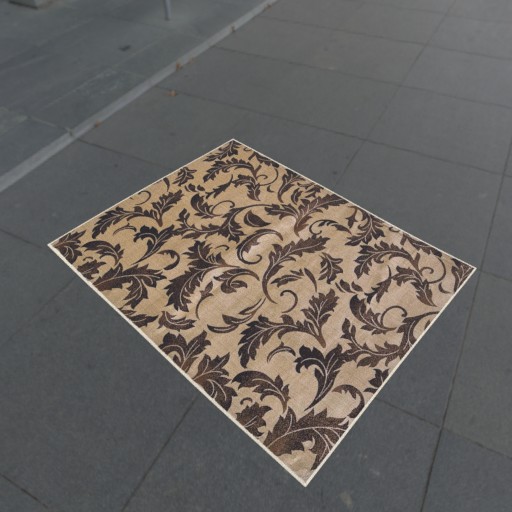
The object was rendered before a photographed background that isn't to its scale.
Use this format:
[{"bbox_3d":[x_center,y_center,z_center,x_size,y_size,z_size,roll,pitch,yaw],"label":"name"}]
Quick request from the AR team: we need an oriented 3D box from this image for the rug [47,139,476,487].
[{"bbox_3d":[0.000,0.000,3.906,2.977,0.008,2.380,34,56,28],"label":"rug"}]
